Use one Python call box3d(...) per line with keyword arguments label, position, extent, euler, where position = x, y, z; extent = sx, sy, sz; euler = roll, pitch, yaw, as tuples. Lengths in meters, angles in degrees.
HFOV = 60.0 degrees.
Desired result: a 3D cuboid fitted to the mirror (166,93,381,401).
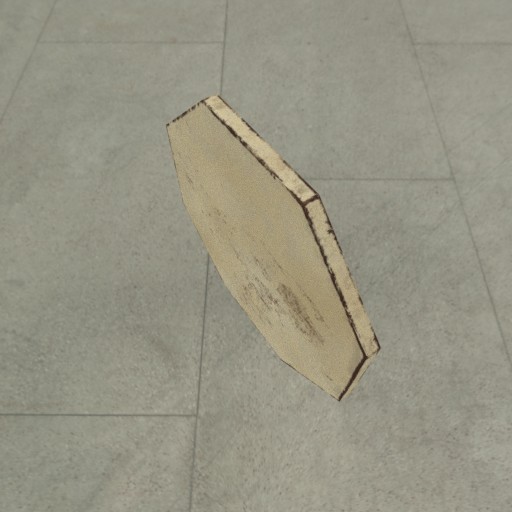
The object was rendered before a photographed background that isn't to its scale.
box3d(label="mirror", position=(0.000, 0.000, 0.952), extent=(0.031, 0.648, 0.648), euler=(-31, 63, -18))
